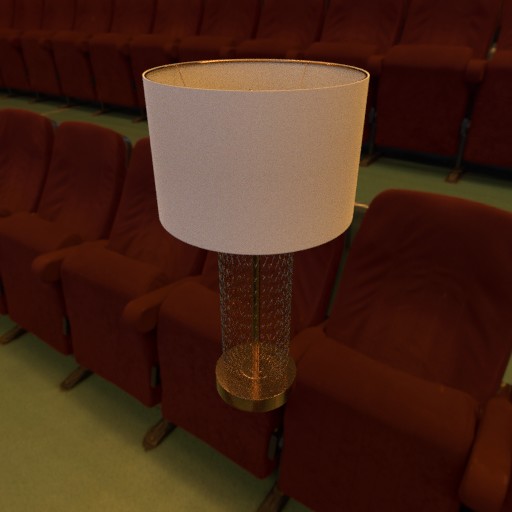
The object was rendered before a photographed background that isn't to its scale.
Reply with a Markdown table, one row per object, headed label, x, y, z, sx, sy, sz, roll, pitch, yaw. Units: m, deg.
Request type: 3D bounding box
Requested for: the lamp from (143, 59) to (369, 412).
| label | x | y | z | sx | sy | sz | roll | pitch | yaw |
| --- | --- | --- | --- | --- | --- | --- | --- | --- | --- |
| lamp | 0.000 | 0.000 | 0.623 | 0.252 | 0.483 | 0.252 | 19 | 35 | 29 |
